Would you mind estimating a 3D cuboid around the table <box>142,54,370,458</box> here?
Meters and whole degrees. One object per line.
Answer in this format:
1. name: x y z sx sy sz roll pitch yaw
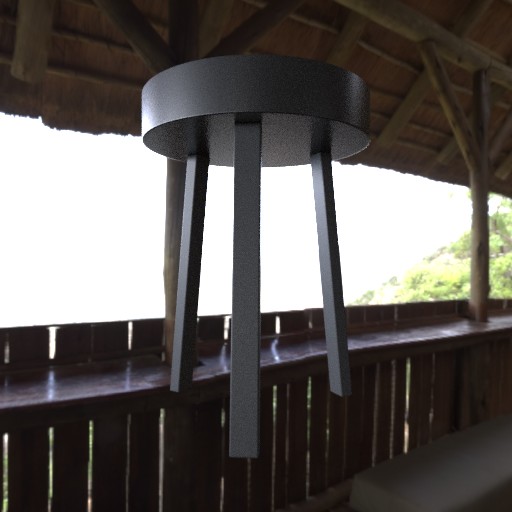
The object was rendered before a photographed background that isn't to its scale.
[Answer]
1. table: 0.000 0.000 0.816 0.406 0.559 0.406 0 0 0
